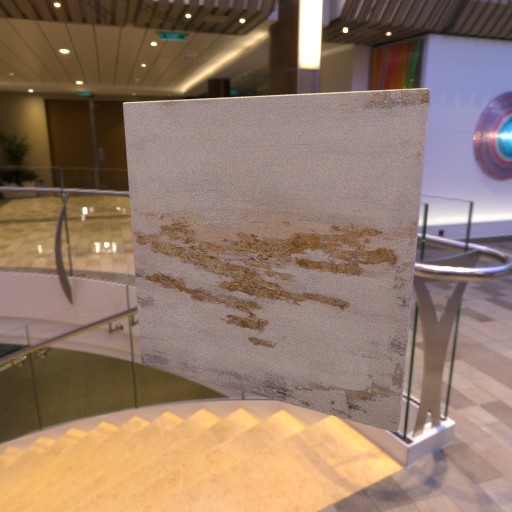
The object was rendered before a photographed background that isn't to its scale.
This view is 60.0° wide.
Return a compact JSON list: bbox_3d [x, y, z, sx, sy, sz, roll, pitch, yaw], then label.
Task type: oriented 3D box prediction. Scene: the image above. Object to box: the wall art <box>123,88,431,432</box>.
[{"bbox_3d":[0.000,0.000,0.906,0.611,0.613,0.040,7,16,25],"label":"wall art"}]
